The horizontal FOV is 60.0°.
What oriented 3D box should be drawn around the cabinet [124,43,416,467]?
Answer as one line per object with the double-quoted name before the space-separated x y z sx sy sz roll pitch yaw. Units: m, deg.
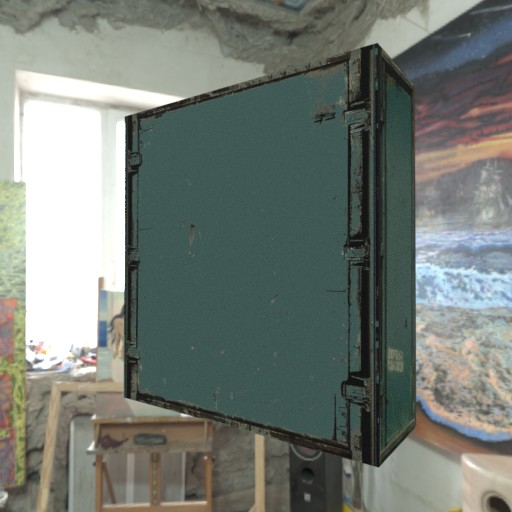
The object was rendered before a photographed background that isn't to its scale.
"cabinet" 0.000 0.000 3.106 2.000 2.160 0.680 0 -1 35
